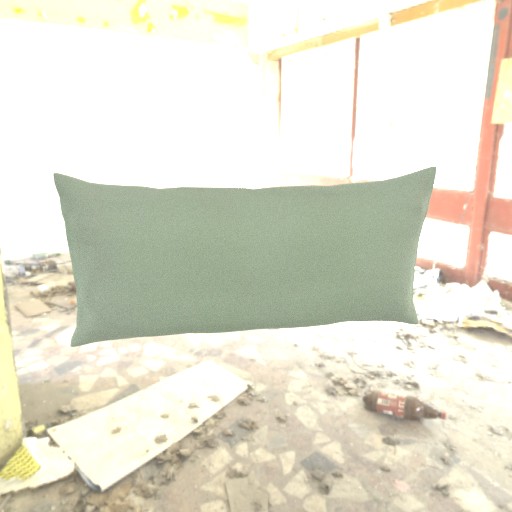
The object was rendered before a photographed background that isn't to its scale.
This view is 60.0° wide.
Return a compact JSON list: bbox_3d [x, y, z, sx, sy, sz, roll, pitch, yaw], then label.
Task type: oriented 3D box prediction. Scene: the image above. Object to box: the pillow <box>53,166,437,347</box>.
[{"bbox_3d":[0.000,0.000,0.732,0.610,0.287,0.151,-3,15,-9],"label":"pillow"}]
